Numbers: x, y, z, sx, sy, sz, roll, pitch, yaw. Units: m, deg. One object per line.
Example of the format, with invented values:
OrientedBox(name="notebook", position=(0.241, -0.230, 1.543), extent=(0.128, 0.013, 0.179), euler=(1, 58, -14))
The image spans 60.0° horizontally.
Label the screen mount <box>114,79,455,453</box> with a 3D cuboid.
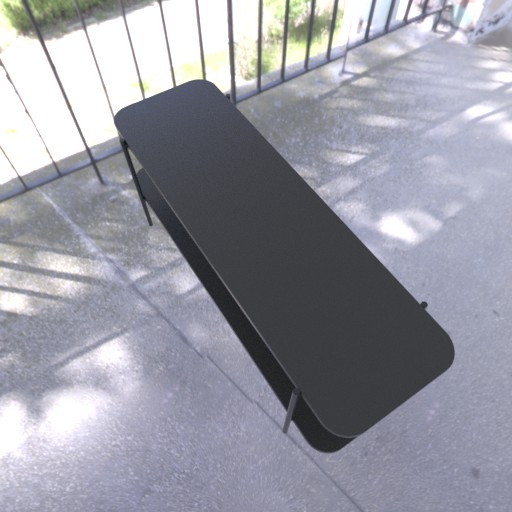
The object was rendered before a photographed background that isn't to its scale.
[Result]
OrientedBox(name="screen mount", position=(0.000, 0.000, 1.411), extent=(0.400, 0.447, 1.200), euler=(-29, 63, -17))
